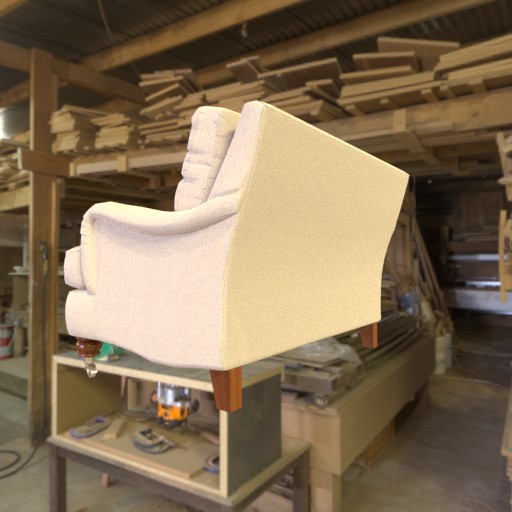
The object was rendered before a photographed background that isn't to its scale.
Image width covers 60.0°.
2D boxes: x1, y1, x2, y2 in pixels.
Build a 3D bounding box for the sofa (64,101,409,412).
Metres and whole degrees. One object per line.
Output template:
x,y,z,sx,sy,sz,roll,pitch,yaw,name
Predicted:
0.000,0.000,2.202,1.087,1.048,1.508,0,0,36,sofa
